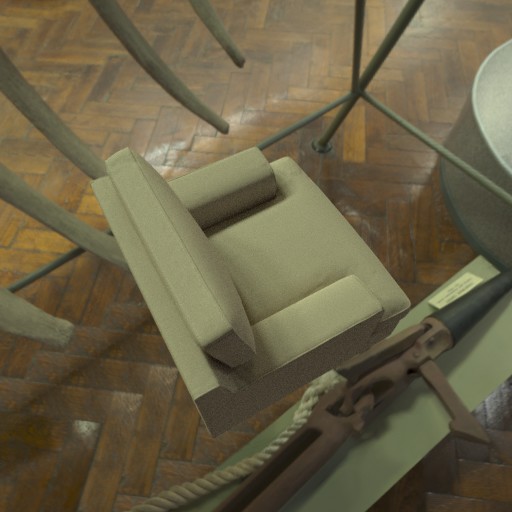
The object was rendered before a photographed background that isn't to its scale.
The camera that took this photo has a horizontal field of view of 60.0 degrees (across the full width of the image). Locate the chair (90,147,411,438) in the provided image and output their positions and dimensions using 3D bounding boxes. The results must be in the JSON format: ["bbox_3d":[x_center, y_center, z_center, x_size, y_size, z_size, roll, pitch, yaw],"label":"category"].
[{"bbox_3d":[0.000,0.000,2.192,1.274,1.005,1.293,-33,63,-19],"label":"chair"}]
